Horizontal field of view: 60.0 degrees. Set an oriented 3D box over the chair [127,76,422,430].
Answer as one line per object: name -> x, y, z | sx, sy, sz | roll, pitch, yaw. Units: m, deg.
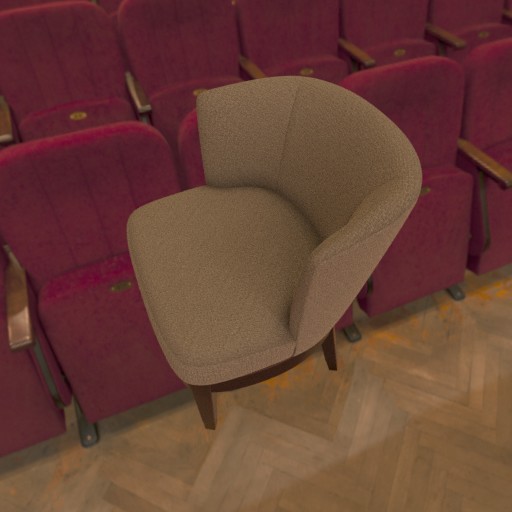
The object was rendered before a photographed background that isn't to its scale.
chair -> 0.000, 0.000, 1.254 | 0.660, 0.760, 0.700 | -17, 48, -16
